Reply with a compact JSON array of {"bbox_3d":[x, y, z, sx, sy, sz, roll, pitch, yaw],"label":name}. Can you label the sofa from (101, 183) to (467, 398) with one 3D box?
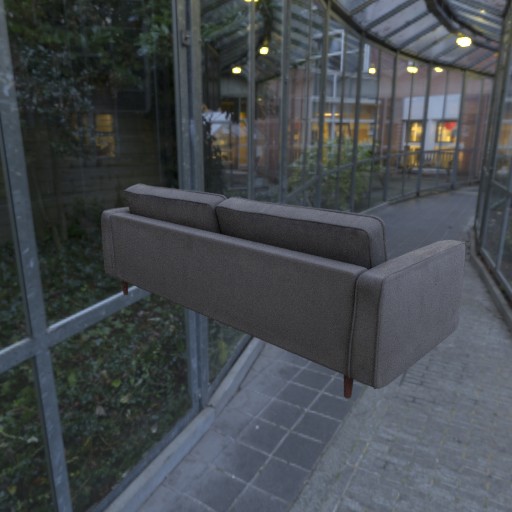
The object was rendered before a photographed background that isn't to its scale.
[{"bbox_3d":[0.000,0.000,2.801,2.295,0.813,0.923,14,21,42],"label":"sofa"}]
